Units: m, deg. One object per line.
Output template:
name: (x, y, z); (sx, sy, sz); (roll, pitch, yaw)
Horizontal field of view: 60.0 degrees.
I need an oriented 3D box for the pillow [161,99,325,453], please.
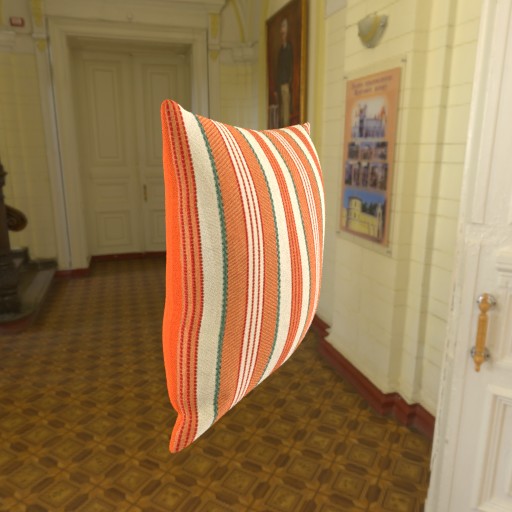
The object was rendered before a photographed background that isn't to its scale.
pillow: (0.000, 0.000, 0.708); (0.182, 0.441, 0.440); (7, 16, 27)
